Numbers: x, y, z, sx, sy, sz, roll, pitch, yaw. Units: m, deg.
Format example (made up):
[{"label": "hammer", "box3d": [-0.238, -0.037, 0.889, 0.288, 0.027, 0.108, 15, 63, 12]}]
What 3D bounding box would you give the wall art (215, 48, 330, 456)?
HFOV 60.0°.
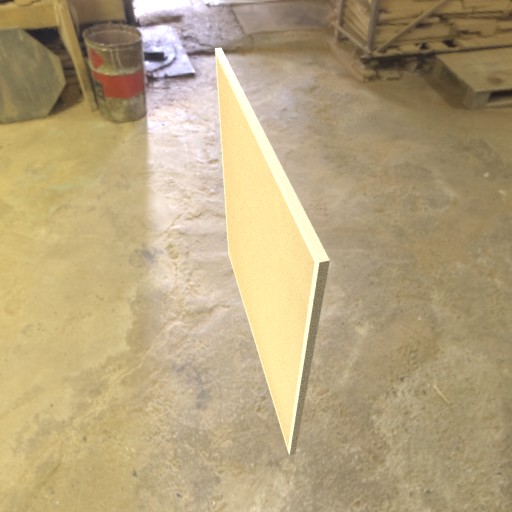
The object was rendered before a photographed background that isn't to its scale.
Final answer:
[{"label": "wall art", "box3d": [0.000, 0.000, 0.844, 0.012, 0.557, 0.557, -11, 48, -10]}]
